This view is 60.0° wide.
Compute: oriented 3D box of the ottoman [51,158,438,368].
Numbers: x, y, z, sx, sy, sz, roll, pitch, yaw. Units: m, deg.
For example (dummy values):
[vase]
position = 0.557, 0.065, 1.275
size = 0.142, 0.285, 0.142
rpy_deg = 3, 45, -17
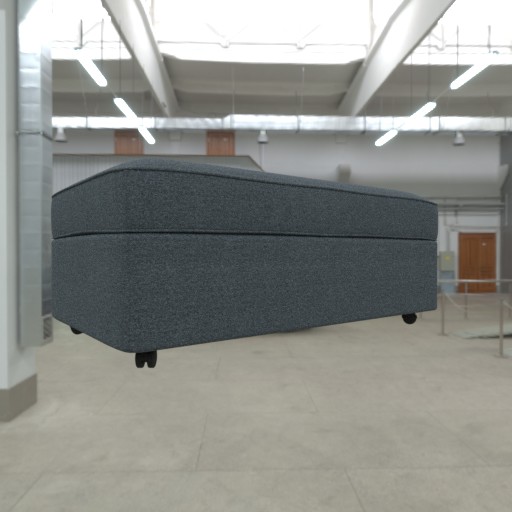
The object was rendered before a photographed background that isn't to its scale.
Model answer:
[ottoman]
position = 0.000, 0.000, 1.512
size = 1.173, 0.494, 0.681
rpy_deg = 0, 1, -37
